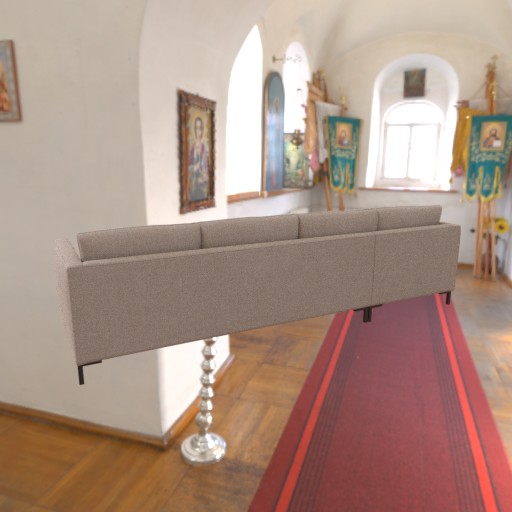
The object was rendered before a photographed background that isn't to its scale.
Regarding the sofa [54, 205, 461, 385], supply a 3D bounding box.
[{"bbox_3d":[0.000,0.000,3.502,2.923,0.816,1.469,-7,15,-26],"label":"sofa"}]
